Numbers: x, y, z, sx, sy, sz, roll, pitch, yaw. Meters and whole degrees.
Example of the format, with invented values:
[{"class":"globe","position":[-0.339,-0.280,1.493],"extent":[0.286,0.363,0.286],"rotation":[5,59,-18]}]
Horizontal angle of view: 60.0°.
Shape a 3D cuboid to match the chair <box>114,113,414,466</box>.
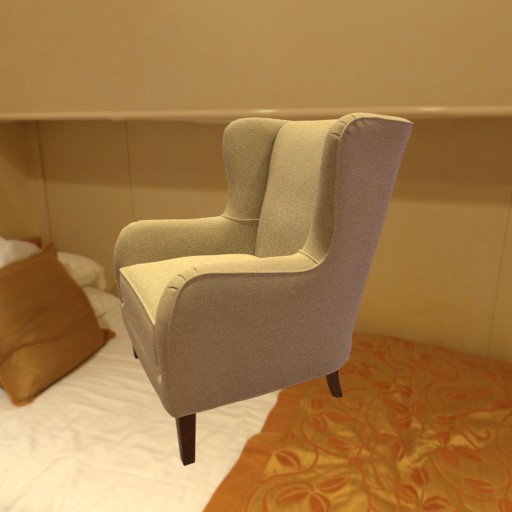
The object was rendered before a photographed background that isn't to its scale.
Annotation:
[{"class":"chair","position":[0.000,0.000,1.716],"extent":[0.966,1.040,0.838],"rotation":[-8,18,-25]}]
